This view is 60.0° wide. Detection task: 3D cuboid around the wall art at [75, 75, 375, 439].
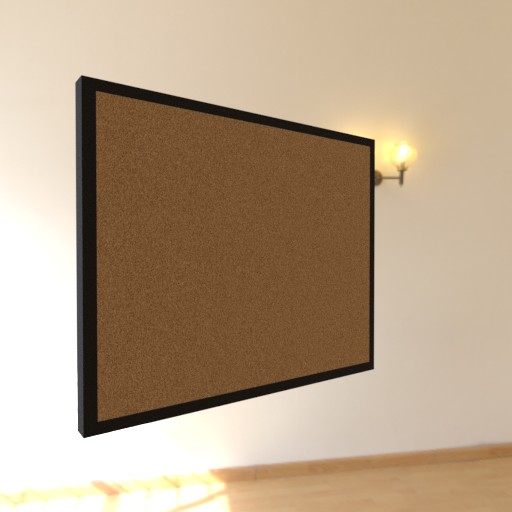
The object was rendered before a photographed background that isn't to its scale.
[{"bbox_3d":[0.000,0.000,0.727,0.554,0.454,0.030,-1,1,-36],"label":"wall art"}]
